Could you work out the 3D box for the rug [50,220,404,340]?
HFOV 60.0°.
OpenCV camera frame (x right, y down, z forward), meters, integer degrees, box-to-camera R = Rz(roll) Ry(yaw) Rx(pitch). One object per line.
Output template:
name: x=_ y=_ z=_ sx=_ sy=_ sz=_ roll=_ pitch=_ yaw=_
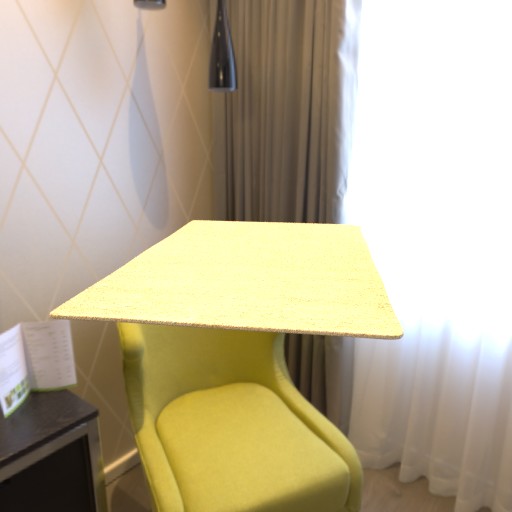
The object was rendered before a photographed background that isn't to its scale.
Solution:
rug: x=0.000 y=0.000 z=3.460 sx=1.798 sy=0.025 sz=2.698 roll=2 pitch=15 yaw=8
